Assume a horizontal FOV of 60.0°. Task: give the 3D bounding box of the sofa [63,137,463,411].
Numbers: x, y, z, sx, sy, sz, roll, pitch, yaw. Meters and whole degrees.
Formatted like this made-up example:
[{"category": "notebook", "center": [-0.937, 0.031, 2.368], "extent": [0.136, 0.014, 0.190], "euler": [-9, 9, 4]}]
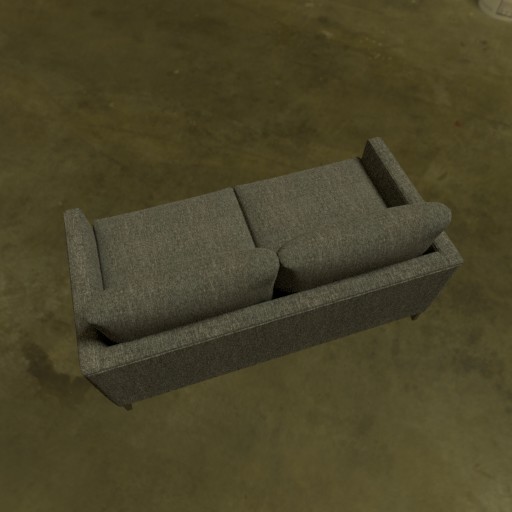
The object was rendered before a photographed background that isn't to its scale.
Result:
[{"category": "sofa", "center": [0.000, 0.000, 2.215], "extent": [1.716, 0.862, 0.866], "euler": [-15, 59, -9]}]
